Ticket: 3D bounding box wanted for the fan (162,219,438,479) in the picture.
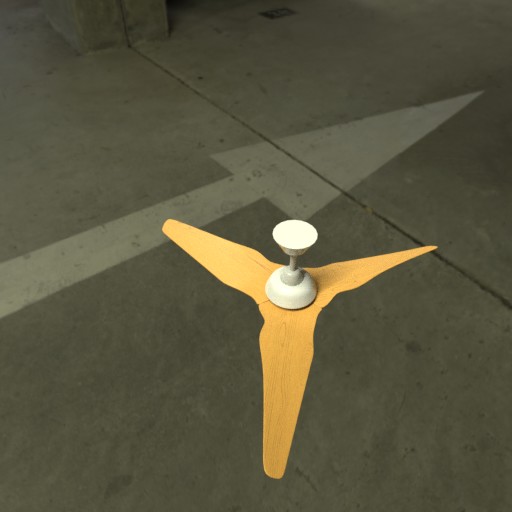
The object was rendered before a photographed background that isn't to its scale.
[{"bbox_3d":[0.000,0.000,1.615,1.010,0.355,1.142,26,49,25],"label":"fan"}]
